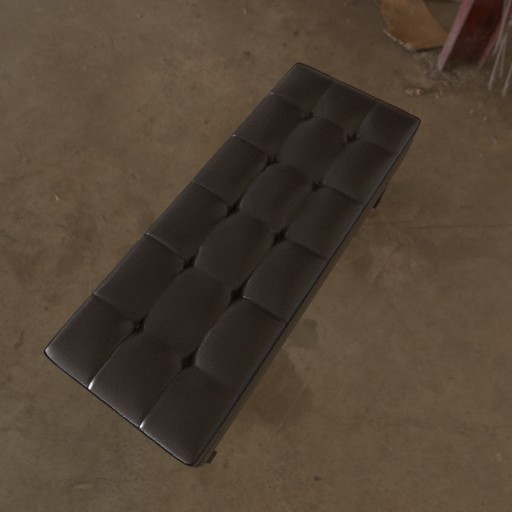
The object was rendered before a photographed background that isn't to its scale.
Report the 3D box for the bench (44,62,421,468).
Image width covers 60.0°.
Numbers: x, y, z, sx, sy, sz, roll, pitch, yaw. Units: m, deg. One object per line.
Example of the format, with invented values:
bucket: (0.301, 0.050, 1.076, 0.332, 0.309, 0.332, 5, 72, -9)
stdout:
bench: (0.000, 0.000, 1.321, 0.432, 0.460, 1.105, 31, 69, 14)
